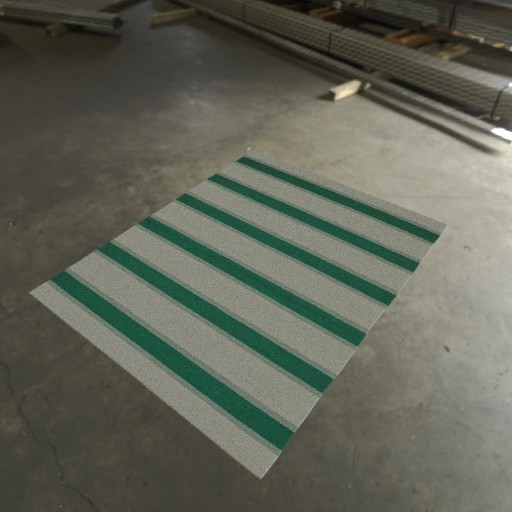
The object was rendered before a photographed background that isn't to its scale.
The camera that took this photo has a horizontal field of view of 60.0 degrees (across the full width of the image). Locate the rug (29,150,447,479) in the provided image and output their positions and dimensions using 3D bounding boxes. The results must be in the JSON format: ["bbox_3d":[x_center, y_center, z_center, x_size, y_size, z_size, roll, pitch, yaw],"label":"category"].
[{"bbox_3d":[0.000,0.000,4.025,2.434,0.019,3.041,28,49,27],"label":"rug"}]
